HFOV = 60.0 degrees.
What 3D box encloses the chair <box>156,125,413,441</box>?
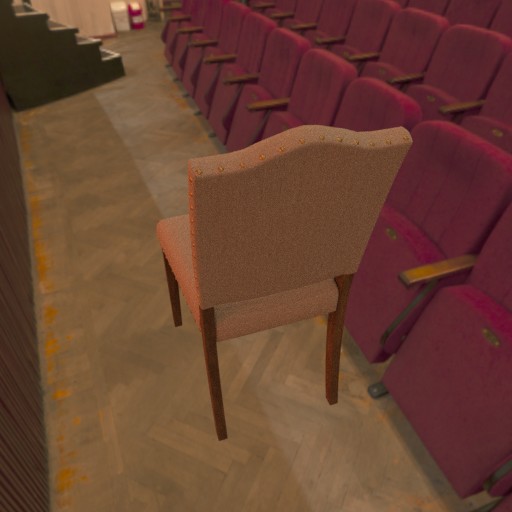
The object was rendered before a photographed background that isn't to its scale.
[{"bbox_3d":[0.000,0.000,1.308,0.508,1.020,0.620,-12,41,-15],"label":"chair"}]
